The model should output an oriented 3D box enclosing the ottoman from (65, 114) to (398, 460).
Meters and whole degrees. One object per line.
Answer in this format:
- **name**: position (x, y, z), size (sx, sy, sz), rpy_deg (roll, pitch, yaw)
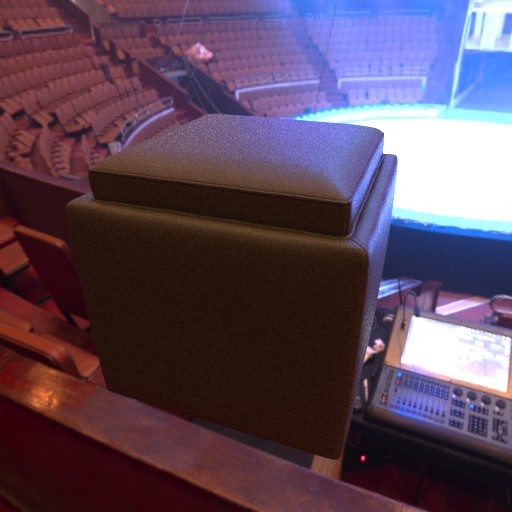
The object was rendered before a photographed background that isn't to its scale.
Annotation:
- **ottoman**: position (0.000, 0.000, 0.827), size (0.450, 0.460, 0.451), rpy_deg (10, 30, 18)
